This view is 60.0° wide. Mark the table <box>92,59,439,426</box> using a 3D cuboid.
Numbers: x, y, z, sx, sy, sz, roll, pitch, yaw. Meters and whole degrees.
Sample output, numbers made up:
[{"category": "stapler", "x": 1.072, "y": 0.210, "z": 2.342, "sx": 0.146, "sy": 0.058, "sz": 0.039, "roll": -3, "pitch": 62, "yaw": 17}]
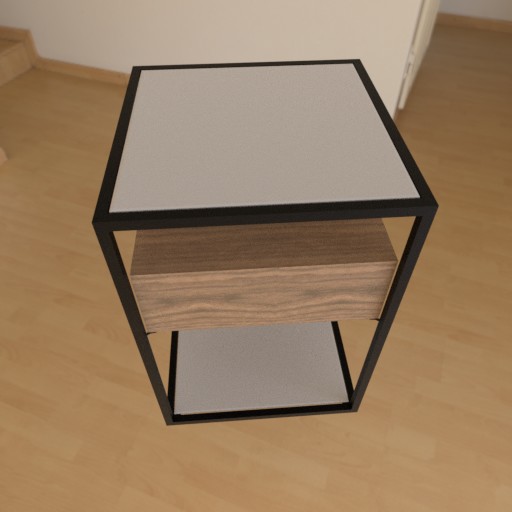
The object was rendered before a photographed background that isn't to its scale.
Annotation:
[{"category": "table", "x": 0.000, "y": 0.000, "z": 0.806, "sx": 0.378, "sy": 0.540, "sz": 0.378, "roll": -3, "pitch": 47, "yaw": -3}]
